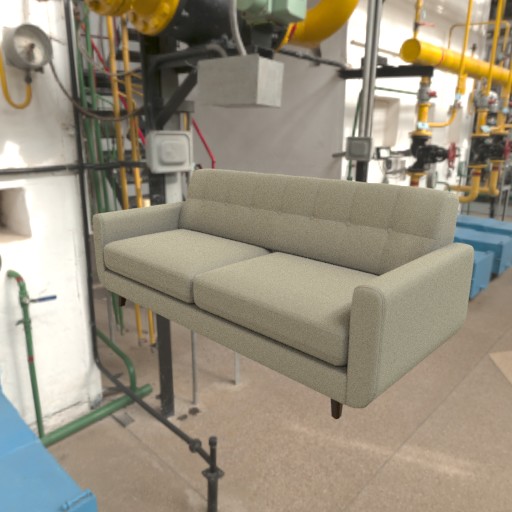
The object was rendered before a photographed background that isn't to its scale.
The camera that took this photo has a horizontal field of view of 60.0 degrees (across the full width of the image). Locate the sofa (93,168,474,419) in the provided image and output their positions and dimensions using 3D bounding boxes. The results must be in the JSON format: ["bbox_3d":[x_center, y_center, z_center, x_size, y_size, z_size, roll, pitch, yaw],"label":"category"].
[{"bbox_3d":[0.000,0.000,2.606,2.137,0.892,0.980,15,21,42],"label":"sofa"}]
